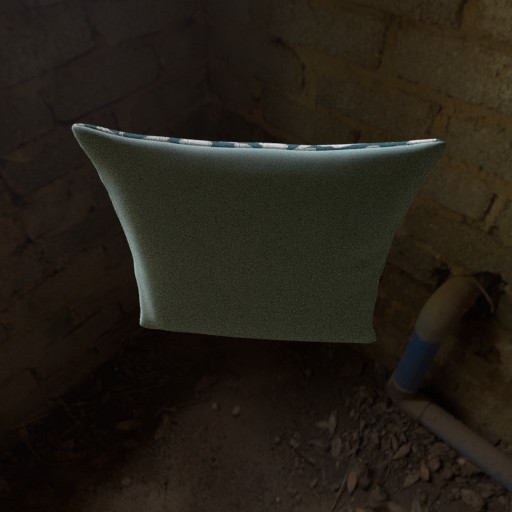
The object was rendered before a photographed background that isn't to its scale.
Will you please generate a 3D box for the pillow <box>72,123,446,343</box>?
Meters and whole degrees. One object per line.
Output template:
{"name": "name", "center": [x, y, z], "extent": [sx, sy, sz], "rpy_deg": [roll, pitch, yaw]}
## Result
{"name": "pillow", "center": [0.000, 0.000, 0.802], "extent": [0.525, 0.508, 0.166], "rpy_deg": [3, 47, 3]}
